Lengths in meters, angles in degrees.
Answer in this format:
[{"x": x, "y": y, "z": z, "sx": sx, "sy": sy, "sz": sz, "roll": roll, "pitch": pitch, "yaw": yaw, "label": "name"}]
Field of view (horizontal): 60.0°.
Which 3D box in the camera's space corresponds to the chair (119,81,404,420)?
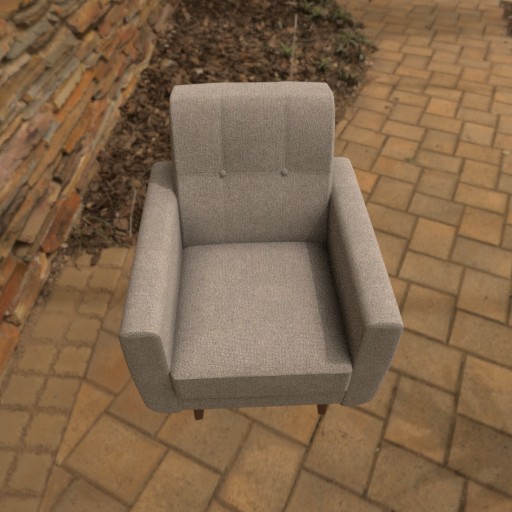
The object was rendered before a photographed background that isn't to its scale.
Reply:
[{"x": 0.000, "y": 0.000, "z": 1.683, "sx": 0.845, "sy": 0.968, "sz": 0.942, "roll": -2, "pitch": 46, "yaw": -2, "label": "chair"}]
